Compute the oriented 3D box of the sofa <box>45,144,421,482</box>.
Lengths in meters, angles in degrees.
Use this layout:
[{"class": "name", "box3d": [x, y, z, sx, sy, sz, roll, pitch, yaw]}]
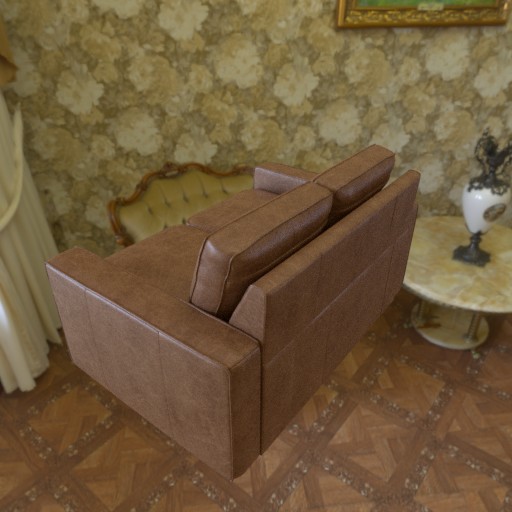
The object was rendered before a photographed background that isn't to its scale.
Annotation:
[{"class": "sofa", "box3d": [0.000, 0.000, 2.086, 1.020, 0.896, 1.532, 22, 37, 32]}]
